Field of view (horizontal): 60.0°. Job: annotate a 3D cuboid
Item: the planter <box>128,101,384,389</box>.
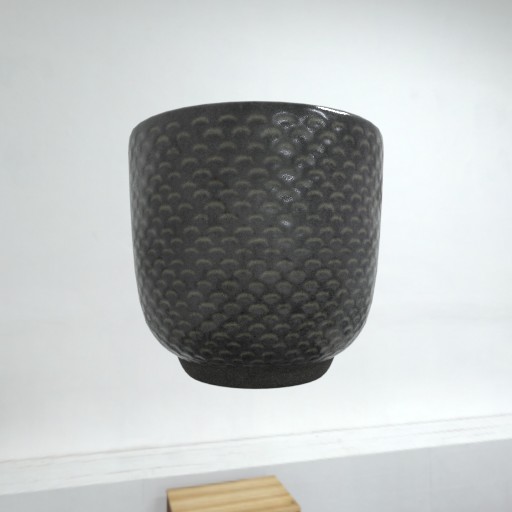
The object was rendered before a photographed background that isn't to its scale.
[{"bbox_3d":[0.000,0.000,0.252,0.140,0.129,0.140,0,0,0],"label":"planter"}]
